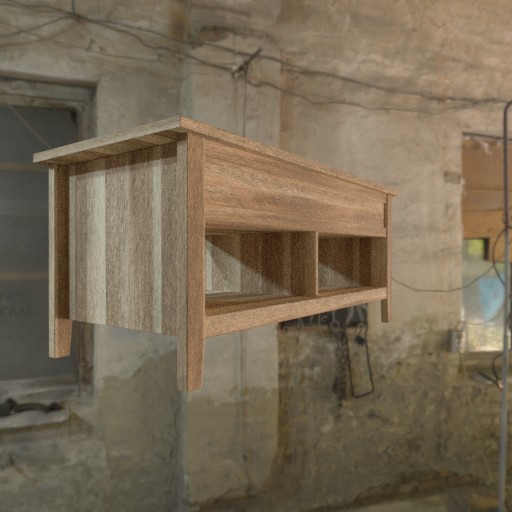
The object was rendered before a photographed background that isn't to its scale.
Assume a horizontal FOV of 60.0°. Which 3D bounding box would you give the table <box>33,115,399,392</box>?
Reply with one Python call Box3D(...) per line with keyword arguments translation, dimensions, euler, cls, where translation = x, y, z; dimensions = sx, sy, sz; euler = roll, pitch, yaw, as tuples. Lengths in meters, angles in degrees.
Box3D(translation=(0.000, 0.000, 1.335), dimensions=(0.493, 0.480, 1.095), euler=(0, 0, 37), cls="table")
